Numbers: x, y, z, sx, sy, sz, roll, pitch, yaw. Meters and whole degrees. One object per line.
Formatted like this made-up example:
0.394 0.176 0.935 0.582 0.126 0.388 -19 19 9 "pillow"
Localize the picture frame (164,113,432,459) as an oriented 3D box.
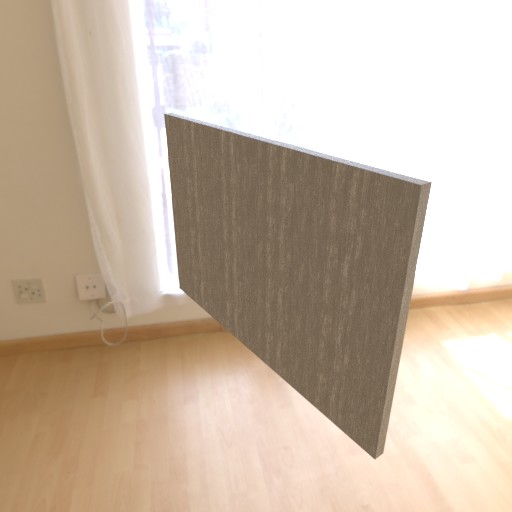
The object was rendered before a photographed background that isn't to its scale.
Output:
0.000 0.000 1.213 0.029 0.640 0.950 -18 31 -32 "picture frame"
